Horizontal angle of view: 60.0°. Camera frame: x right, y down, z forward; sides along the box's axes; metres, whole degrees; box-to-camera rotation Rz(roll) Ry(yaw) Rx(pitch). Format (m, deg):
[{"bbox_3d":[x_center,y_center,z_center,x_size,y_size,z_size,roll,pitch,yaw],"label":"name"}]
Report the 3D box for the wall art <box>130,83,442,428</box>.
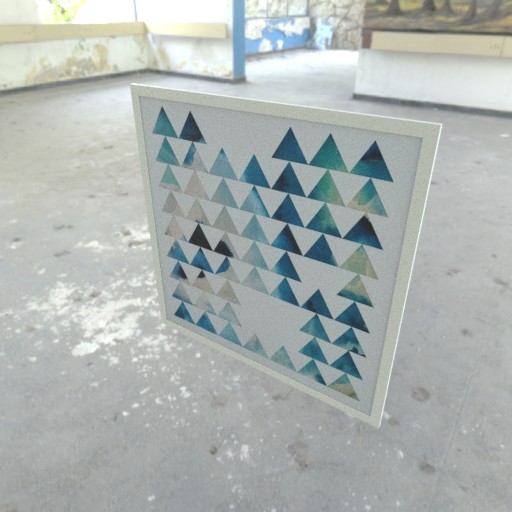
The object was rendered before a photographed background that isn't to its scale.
[{"bbox_3d":[0.000,0.000,1.199,0.809,0.809,0.012,19,35,29],"label":"wall art"}]
